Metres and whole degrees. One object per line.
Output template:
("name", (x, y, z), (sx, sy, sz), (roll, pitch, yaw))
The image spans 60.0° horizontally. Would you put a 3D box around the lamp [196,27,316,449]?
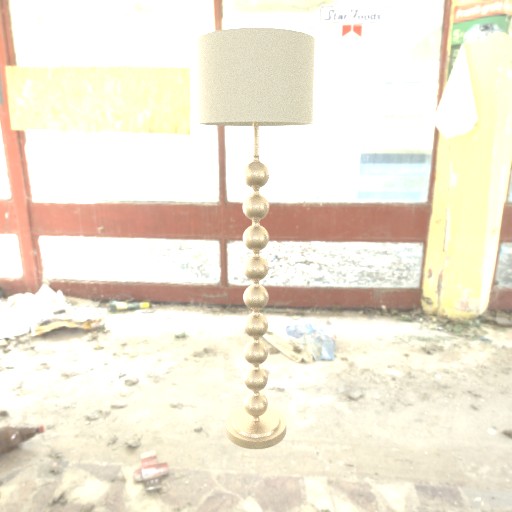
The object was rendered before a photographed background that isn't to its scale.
("lamp", (0.000, 0.000, 1.648), (0.394, 1.474, 0.394), (7, 16, 25))
